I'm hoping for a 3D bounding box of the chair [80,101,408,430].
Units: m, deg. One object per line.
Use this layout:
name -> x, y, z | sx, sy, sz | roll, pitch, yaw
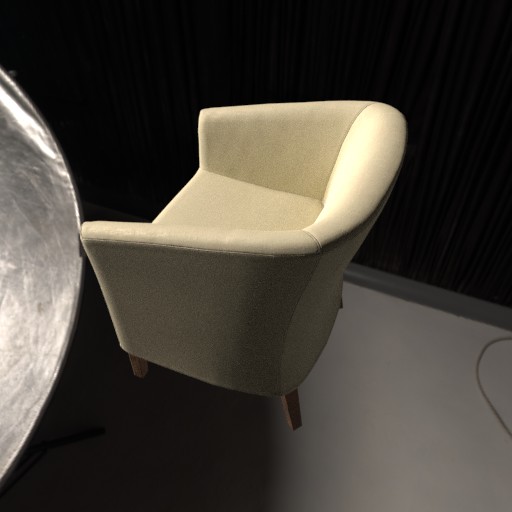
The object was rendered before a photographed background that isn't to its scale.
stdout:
chair -> 0.000, 0.000, 1.291 | 0.657, 0.822, 0.643 | 16, 48, 16
